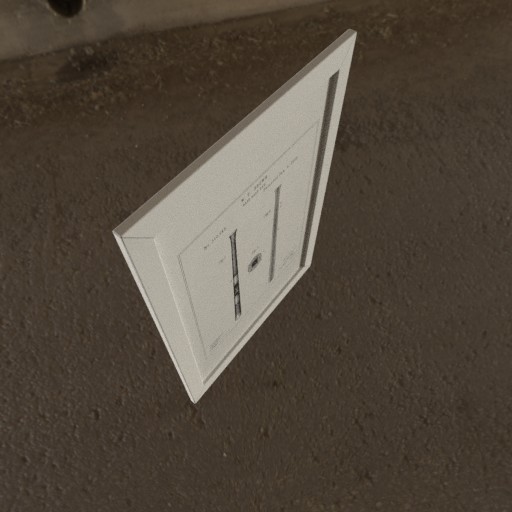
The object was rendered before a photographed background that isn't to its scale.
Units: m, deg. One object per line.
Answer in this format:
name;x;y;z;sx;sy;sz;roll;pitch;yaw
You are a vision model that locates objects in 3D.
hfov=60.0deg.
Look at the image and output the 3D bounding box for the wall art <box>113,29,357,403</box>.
wall art;0.000;0.000;0.666;0.012;0.529;0.374;33;63;19
